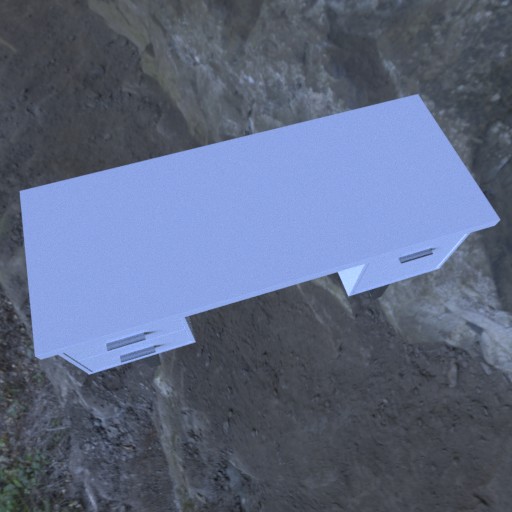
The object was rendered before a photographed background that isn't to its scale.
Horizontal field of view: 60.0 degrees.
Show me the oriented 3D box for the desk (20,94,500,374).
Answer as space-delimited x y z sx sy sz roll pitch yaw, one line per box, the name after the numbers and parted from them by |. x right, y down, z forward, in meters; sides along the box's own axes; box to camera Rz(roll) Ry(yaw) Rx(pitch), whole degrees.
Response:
0.000 0.000 1.853 1.530 0.773 0.603 -16 64 -8 | desk
